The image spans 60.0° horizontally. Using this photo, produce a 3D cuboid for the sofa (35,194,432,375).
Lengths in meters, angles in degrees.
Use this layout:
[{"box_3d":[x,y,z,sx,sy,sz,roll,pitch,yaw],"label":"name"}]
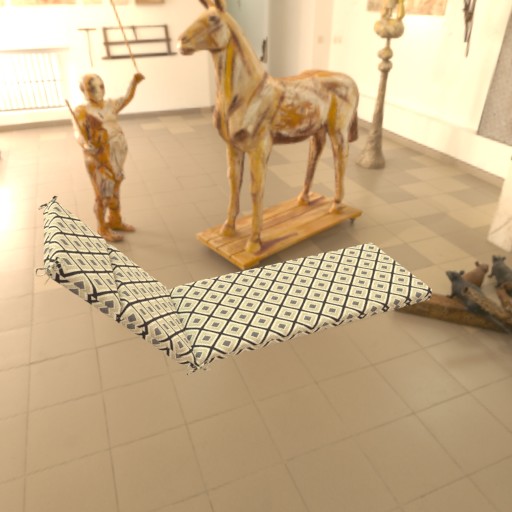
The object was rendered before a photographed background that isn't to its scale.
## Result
[{"box_3d":[0.000,0.000,1.962,1.663,0.622,0.582,-12,33,-19],"label":"sofa"}]
